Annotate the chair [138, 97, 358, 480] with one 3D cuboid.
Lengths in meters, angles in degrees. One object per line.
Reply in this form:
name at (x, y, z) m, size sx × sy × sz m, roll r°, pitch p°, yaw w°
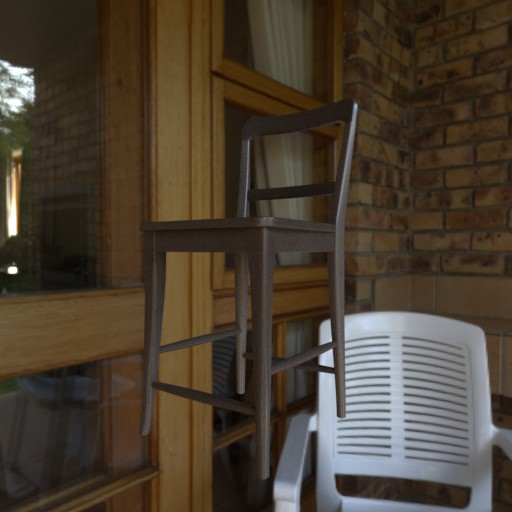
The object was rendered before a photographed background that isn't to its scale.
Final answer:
chair at (0.000, 0.000, 1.318) m, size 0.450 × 0.991 × 0.546 m, roll 1°, pitch 1°, yaw 35°
